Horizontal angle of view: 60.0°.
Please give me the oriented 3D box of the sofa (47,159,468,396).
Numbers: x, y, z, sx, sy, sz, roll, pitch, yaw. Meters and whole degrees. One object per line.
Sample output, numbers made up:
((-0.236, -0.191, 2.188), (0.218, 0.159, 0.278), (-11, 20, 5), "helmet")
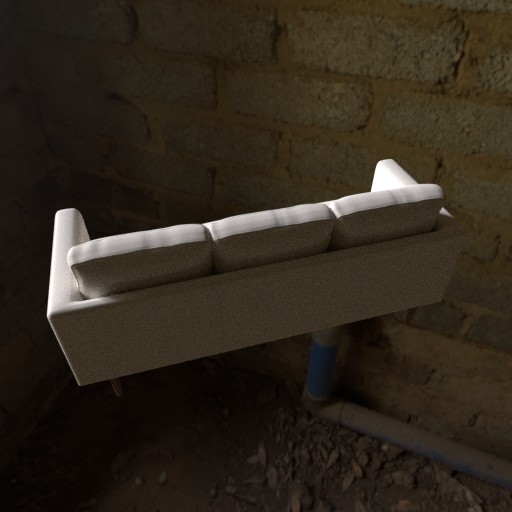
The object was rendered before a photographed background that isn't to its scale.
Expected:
((0.000, 0.000, 2.471), (2.029, 0.912, 0.802), (-11, 42, -12), "sofa")
